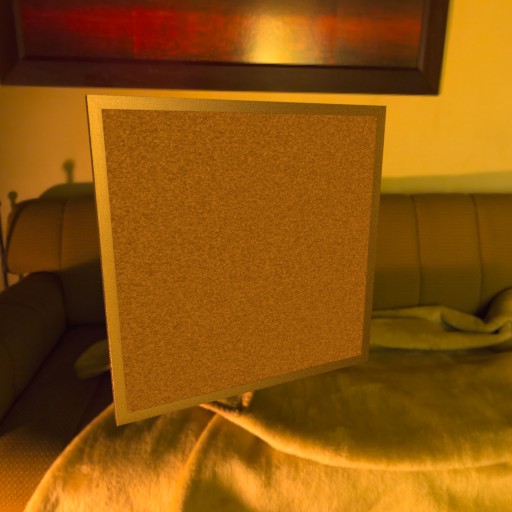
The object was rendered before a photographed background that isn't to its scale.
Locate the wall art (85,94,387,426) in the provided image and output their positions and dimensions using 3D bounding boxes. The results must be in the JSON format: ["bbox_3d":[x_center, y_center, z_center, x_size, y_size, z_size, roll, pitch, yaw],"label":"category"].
[{"bbox_3d":[0.000,0.000,1.159,0.767,0.765,0.036,-7,16,-24],"label":"wall art"}]
